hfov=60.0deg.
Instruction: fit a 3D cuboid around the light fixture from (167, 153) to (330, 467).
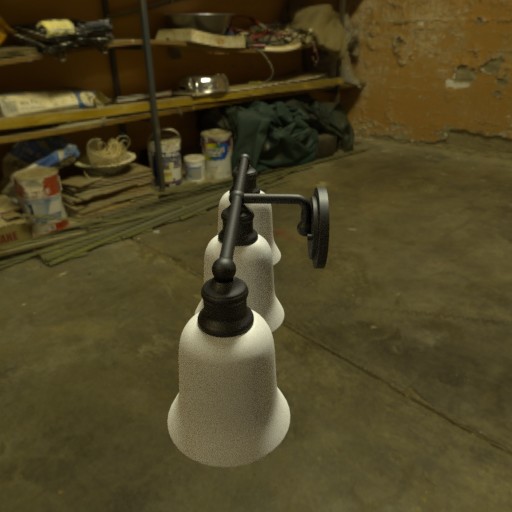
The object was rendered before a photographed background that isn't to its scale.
[{"bbox_3d":[0.000,0.000,0.670,0.198,0.211,0.570,1,27,1],"label":"light fixture"}]
